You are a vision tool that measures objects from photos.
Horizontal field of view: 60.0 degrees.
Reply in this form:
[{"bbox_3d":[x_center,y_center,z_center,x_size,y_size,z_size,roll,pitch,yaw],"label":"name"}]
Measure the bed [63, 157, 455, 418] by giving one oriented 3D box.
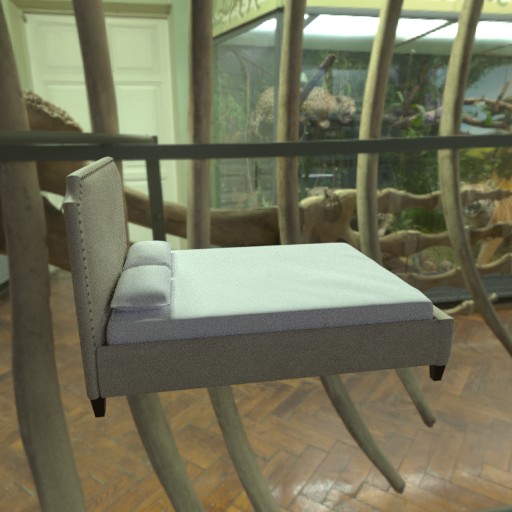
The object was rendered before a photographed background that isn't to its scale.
[{"bbox_3d":[0.000,0.000,3.425,2.372,1.443,1.712,-3,17,-10],"label":"bed"}]
